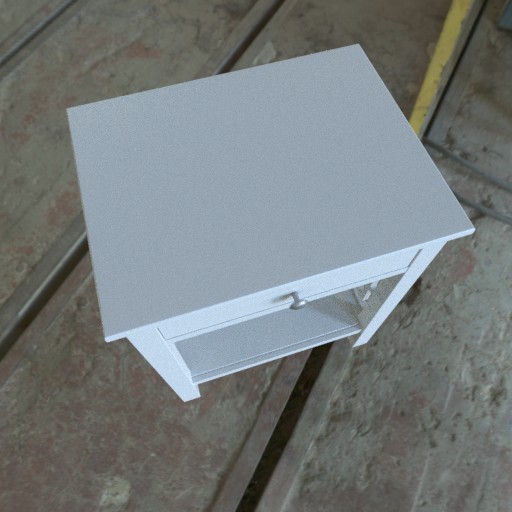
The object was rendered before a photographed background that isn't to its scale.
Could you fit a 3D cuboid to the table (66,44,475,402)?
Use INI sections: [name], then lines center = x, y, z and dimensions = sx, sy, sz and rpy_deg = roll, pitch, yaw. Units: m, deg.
[table]
center = 0.000, 0.000, 1.011
dimensions = 0.564, 0.646, 0.451
rpy_deg = -16, 64, -8
